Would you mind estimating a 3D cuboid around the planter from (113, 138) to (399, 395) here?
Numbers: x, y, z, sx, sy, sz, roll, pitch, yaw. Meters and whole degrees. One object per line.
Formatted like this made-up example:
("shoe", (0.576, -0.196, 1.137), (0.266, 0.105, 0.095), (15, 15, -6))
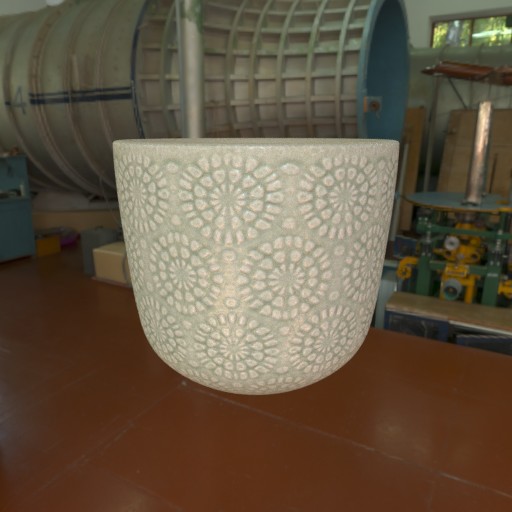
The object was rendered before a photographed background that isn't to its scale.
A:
("planter", (0.000, 0.000, 0.215), (0.124, 0.109, 0.124), (0, 16, 0))
